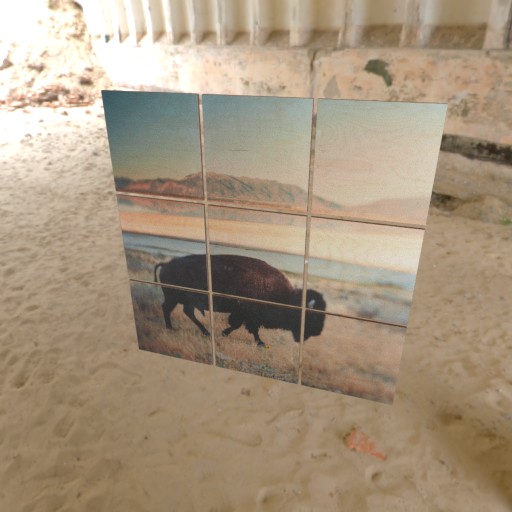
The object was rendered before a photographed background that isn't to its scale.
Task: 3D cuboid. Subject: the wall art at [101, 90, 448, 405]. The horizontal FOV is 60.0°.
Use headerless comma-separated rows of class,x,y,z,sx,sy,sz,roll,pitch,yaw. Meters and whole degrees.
wall art,0.000,0.000,1.781,1.221,1.218,0.019,8,28,16
